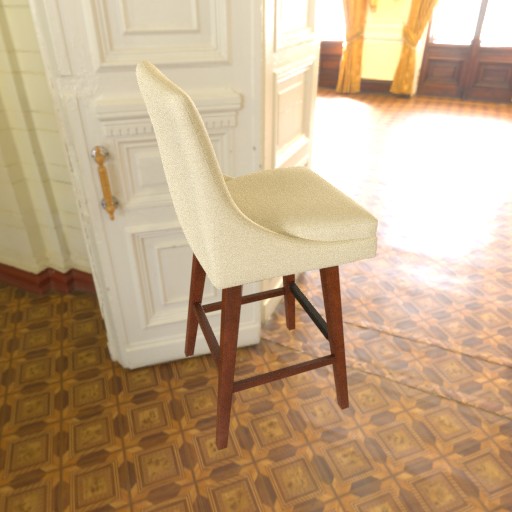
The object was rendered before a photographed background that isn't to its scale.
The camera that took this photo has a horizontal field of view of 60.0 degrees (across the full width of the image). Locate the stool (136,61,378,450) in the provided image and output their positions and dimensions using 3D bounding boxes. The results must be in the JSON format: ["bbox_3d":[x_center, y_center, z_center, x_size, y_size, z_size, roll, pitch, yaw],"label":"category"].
[{"bbox_3d":[0.000,0.000,1.373,0.559,1.097,0.470,-11,33,-18],"label":"stool"}]
